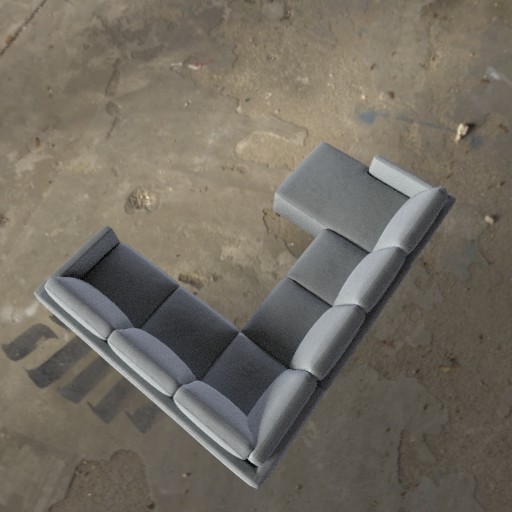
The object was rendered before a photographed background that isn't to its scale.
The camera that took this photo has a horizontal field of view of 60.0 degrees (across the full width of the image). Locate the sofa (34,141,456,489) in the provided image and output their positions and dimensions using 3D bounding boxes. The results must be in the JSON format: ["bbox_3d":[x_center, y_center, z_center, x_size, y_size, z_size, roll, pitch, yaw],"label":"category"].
[{"bbox_3d":[0.000,0.000,4.359,2.551,0.853,3.238,35,68,16],"label":"sofa"}]
